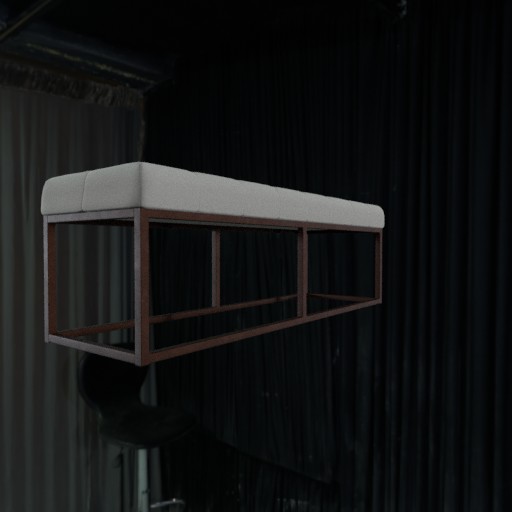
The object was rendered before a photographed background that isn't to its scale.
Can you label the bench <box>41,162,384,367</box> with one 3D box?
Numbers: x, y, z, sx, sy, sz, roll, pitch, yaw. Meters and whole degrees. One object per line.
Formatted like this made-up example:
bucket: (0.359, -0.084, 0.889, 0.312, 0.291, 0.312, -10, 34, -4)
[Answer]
bench: (0.000, 0.000, 1.745, 0.479, 0.488, 1.488, 1, 2, 37)
